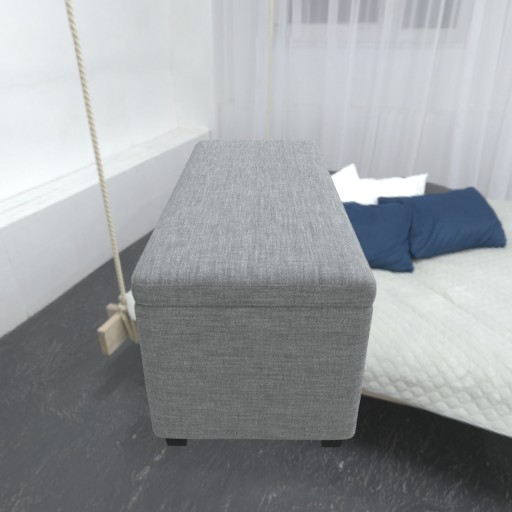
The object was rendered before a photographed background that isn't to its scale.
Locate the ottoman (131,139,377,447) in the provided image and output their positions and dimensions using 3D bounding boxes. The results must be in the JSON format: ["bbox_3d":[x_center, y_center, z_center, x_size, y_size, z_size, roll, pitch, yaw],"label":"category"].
[{"bbox_3d":[0.000,0.000,1.175,0.419,0.432,0.902,0,29,1],"label":"ottoman"}]
